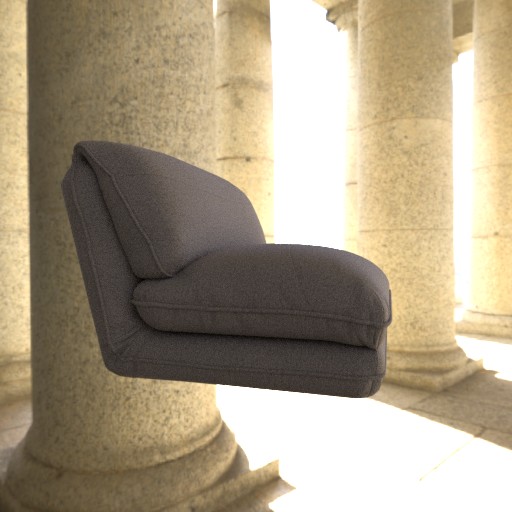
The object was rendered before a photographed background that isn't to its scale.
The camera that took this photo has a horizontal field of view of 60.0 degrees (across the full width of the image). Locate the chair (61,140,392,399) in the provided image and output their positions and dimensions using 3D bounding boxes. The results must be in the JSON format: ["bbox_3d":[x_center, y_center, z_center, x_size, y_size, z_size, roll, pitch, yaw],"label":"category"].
[{"bbox_3d":[0.000,0.000,1.331,0.780,0.580,0.820,0,1,17],"label":"chair"}]
